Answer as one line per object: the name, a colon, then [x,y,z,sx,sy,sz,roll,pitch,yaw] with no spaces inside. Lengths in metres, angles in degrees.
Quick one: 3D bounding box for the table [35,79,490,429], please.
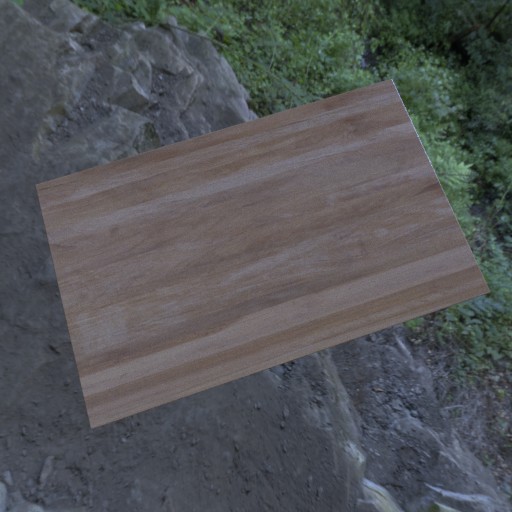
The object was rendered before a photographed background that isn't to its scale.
table: [0.000,0.000,1.442,1.100,0.441,0.692,-18,77,-4]
